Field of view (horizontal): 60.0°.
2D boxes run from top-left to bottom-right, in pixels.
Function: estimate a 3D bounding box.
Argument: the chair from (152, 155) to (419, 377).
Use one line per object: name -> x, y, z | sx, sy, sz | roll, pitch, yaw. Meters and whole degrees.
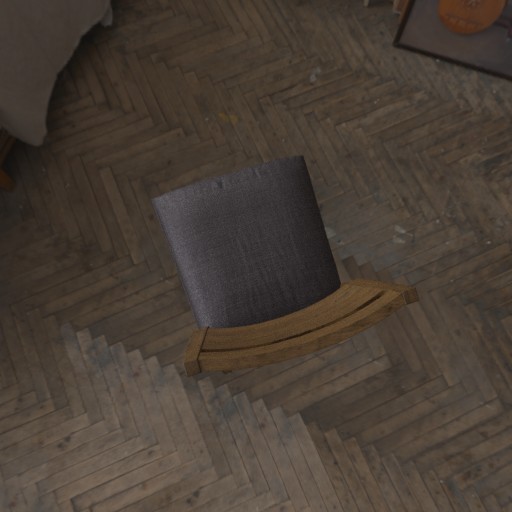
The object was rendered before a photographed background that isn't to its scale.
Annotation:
chair -> 0.000, 0.000, 1.276 | 0.501, 0.939, 0.610 | -17, 76, -4
